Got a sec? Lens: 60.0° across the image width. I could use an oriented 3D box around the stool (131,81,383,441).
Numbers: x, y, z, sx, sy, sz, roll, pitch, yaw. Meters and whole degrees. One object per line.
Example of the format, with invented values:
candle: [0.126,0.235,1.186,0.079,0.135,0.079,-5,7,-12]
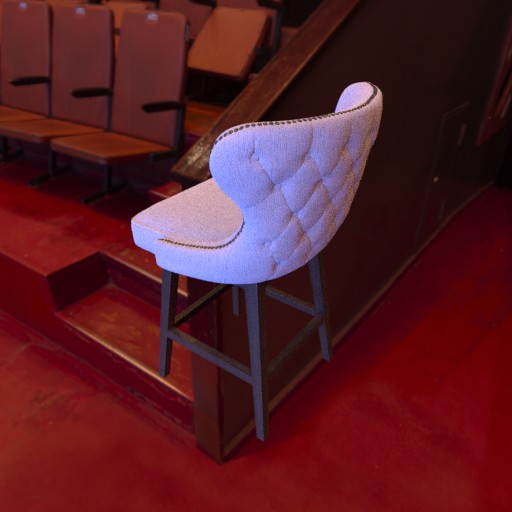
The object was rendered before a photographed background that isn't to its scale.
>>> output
stool: [0.000,0.000,1.350,0.597,0.972,0.615,21,38,30]
